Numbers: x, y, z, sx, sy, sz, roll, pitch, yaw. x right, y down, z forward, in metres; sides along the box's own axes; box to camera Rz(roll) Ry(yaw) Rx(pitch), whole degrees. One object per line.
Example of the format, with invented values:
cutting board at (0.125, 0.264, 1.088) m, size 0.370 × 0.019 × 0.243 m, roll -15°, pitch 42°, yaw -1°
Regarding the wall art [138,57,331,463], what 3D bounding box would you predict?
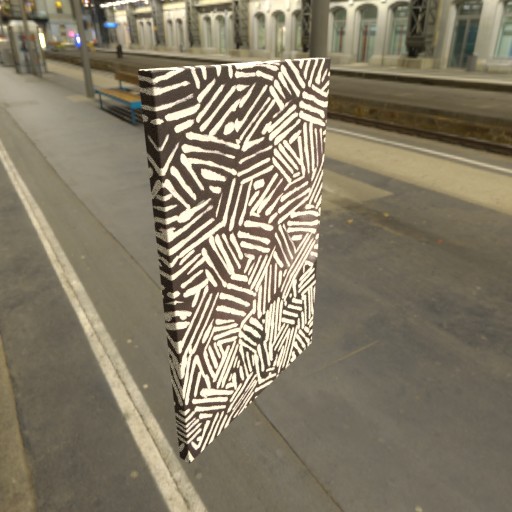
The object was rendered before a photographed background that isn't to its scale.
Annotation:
wall art at (0.000, 0.000, 1.146) m, size 0.035 × 0.918 × 0.615 m, roll 18°, pitch 31°, yaw 32°
